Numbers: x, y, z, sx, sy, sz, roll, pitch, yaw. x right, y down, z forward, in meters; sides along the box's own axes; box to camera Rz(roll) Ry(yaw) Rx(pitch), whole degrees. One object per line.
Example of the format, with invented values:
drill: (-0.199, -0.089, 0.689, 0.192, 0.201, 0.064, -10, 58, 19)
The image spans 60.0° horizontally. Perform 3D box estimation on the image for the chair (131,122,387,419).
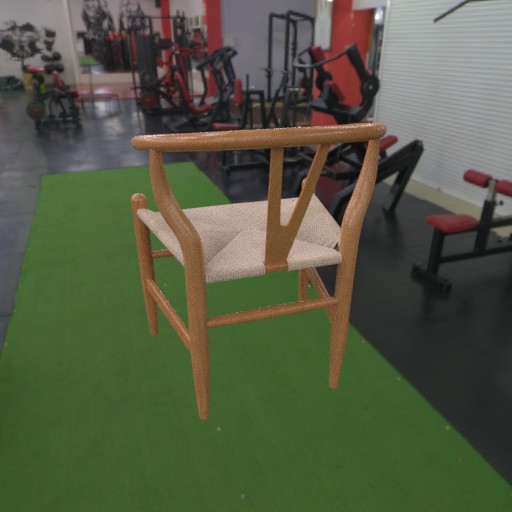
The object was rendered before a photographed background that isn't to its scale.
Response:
chair: (0.000, 0.000, 1.141, 0.569, 0.730, 0.579, -8, 27, -16)
